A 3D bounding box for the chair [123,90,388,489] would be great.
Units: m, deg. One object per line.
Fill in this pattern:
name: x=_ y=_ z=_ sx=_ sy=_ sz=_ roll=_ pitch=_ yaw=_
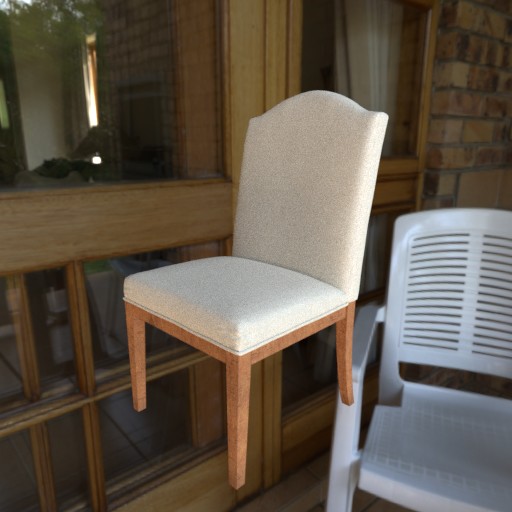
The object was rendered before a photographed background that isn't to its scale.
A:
chair: x=0.000 y=0.000 z=1.386 sx=0.534 sy=1.012 sz=0.648 roll=14 pitch=20 yaw=43
